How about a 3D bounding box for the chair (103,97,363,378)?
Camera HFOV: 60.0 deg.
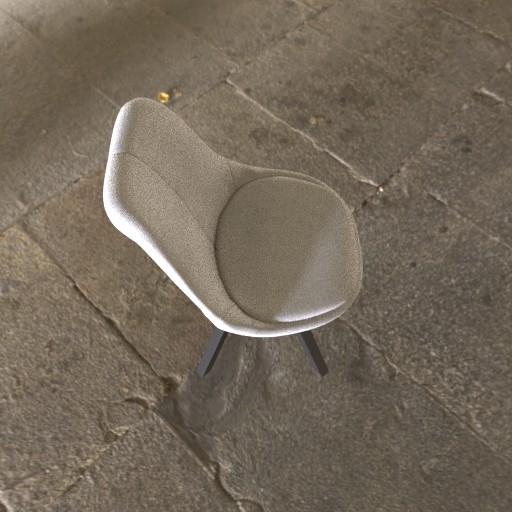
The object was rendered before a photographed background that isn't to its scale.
[{"bbox_3d":[0.000,0.000,1.183,0.550,0.850,0.485,-1,63,0],"label":"chair"}]
